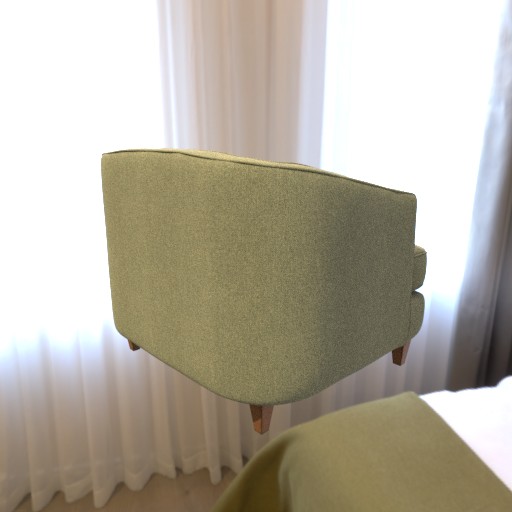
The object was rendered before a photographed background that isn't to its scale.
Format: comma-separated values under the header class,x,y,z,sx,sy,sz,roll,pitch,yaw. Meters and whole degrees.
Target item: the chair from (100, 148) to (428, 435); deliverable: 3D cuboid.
class,x,y,z,sx,sy,sz,roll,pitch,yaw
chair,0.000,0.000,1.786,0.945,0.852,1.094,-14,20,-42
